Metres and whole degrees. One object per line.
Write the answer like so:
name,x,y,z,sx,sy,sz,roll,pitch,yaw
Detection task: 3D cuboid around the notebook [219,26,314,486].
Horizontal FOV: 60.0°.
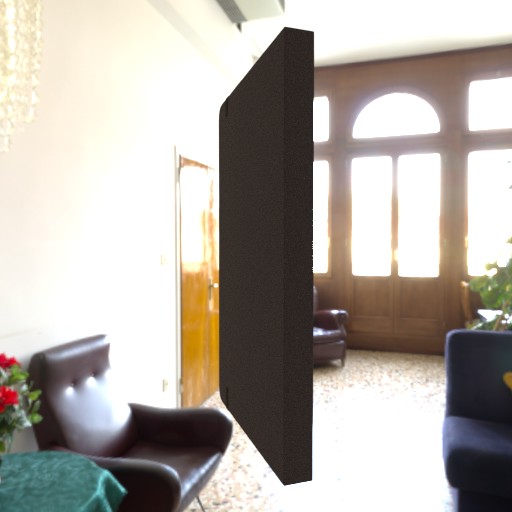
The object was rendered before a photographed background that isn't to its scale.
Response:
notebook,0.000,0.000,0.267,0.016,0.213,0.127,0,1,-18
